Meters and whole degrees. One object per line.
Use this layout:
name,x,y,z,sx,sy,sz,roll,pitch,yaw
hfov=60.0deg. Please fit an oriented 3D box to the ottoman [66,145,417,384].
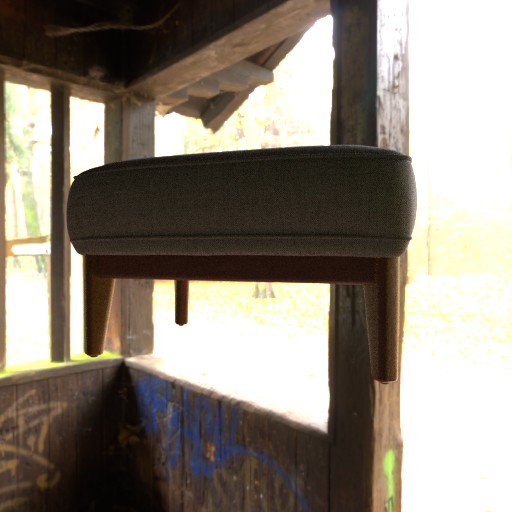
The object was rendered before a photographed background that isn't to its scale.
ottoman,0.000,0.000,1.114,0.750,0.458,0.555,0,1,18
